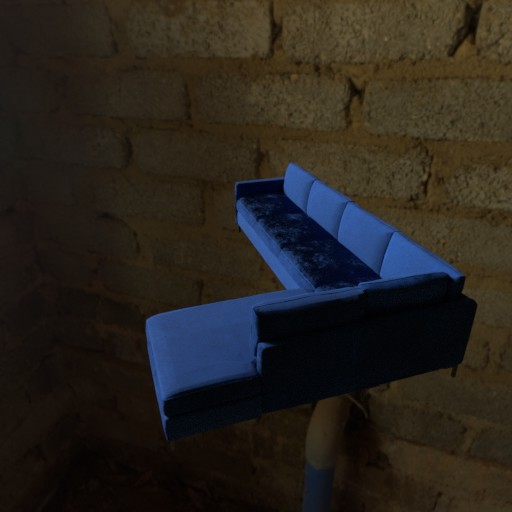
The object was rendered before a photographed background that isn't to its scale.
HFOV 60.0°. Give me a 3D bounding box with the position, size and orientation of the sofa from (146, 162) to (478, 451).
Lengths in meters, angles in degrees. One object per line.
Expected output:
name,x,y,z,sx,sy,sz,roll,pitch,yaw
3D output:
sofa,0.000,0.000,3.219,1.707,0.687,2.486,-8,28,-16
